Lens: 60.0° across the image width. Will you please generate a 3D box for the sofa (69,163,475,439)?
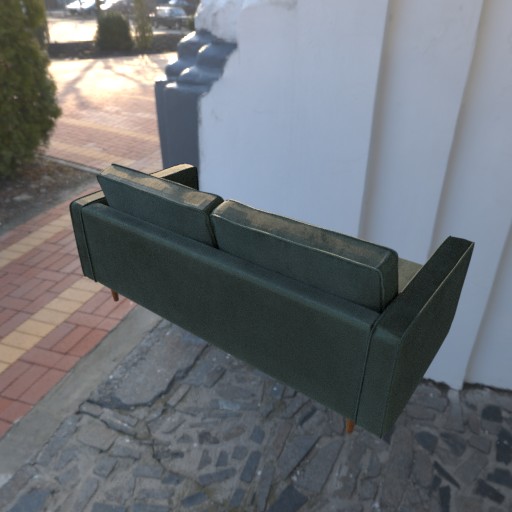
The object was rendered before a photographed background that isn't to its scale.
[{"bbox_3d":[0.000,0.000,2.215,1.816,0.781,0.886,21,36,32],"label":"sofa"}]
